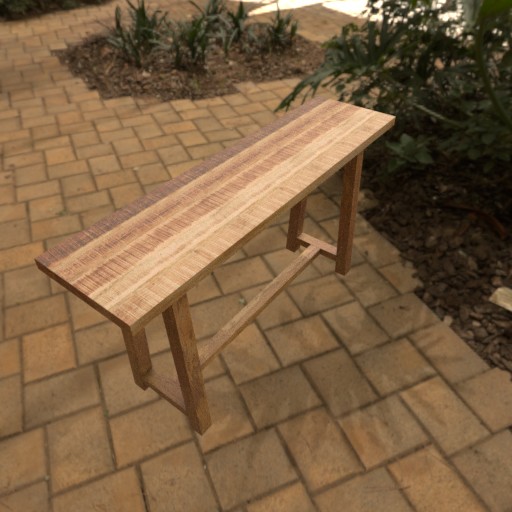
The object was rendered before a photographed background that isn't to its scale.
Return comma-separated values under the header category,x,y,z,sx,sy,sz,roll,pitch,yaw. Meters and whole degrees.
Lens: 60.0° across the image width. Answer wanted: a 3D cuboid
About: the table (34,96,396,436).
category,x,y,z,sx,sy,sz,roll,pitch,yaw
table,0.000,0.000,1.873,0.405,0.810,1.524,26,47,27
